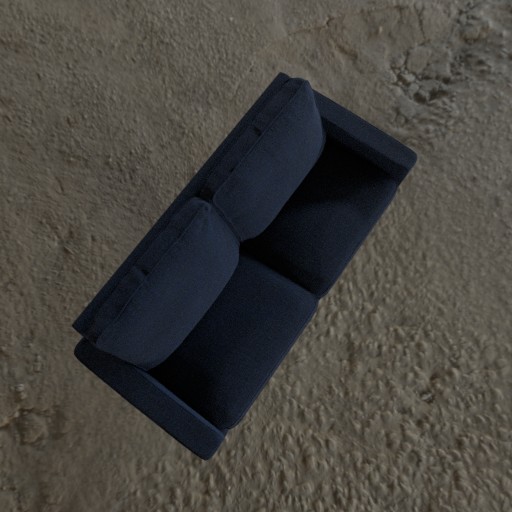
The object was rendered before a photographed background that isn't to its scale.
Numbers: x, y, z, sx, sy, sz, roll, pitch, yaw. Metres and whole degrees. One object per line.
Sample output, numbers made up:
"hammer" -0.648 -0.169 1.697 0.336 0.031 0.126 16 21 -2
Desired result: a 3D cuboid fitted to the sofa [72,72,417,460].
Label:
"sofa" 0.000 0.000 2.592 0.940 0.919 2.080 35 78 9
